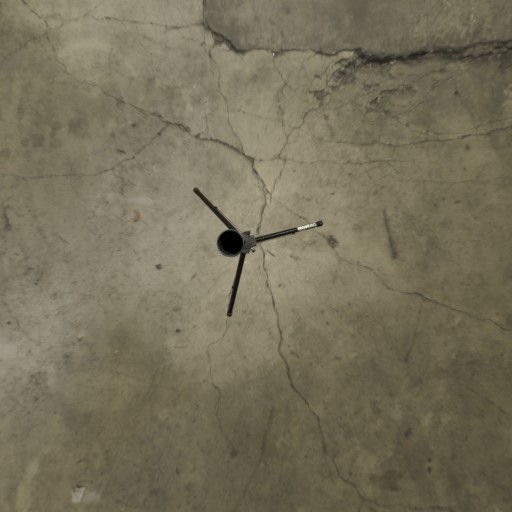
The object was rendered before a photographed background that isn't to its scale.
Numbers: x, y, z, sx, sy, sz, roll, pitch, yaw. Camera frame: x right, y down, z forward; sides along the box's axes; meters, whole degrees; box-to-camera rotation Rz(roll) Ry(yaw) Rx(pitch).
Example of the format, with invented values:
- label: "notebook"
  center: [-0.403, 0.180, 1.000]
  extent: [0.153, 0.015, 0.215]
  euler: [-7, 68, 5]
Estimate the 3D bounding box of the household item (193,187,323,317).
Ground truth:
- label: "household item"
  center: [0.000, 0.000, 1.393]
  extent: [0.559, 1.067, 0.559]
  euler: [0, 92, 1]
